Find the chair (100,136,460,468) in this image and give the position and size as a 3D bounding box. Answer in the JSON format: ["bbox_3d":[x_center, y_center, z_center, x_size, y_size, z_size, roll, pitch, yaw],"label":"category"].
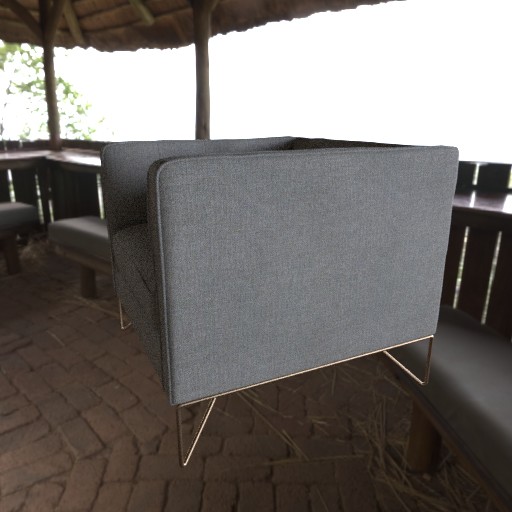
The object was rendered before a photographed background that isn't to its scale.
[{"bbox_3d":[0.000,0.000,1.593,0.912,0.799,0.920,-8,19,-25],"label":"chair"}]
